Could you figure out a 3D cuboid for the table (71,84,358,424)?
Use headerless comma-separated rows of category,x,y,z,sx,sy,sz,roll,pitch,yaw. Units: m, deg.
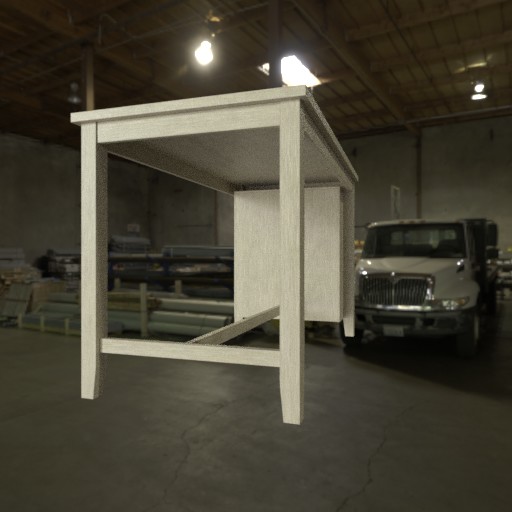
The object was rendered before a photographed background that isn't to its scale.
table,0.000,0.000,1.902,0.729,0.874,1.397,0,0,18
